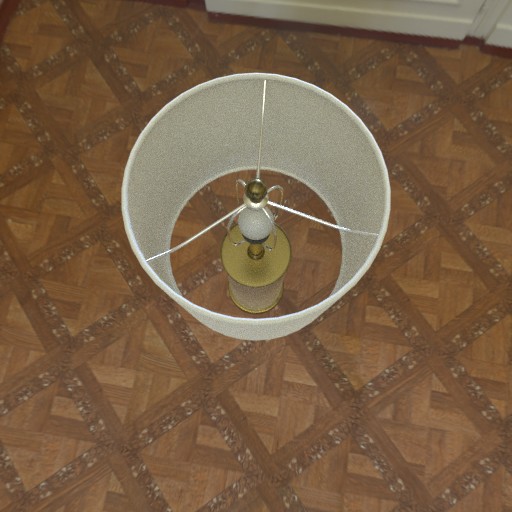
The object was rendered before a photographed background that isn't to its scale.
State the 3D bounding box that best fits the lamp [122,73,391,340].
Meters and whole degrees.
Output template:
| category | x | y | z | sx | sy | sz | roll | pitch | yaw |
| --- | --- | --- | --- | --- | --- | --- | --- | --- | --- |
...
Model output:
| category | x | y | z | sx | sy | sz | roll | pitch | yaw |
| --- | --- | --- | --- | --- | --- | --- | --- | --- | --- |
| lamp | 0.000 | 0.000 | 0.797 | 0.305 | 0.634 | 0.305 | -35 | 78 | -8 |
